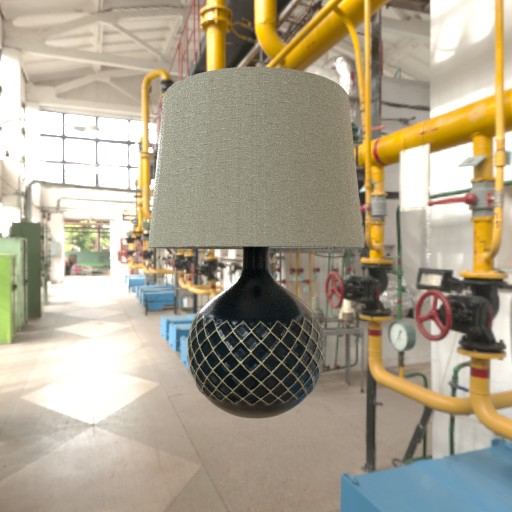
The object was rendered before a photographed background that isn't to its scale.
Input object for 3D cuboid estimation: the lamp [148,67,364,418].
[{"bbox_3d":[0.000,0.000,0.793,0.376,0.540,0.376,0,0,0],"label":"lamp"}]
